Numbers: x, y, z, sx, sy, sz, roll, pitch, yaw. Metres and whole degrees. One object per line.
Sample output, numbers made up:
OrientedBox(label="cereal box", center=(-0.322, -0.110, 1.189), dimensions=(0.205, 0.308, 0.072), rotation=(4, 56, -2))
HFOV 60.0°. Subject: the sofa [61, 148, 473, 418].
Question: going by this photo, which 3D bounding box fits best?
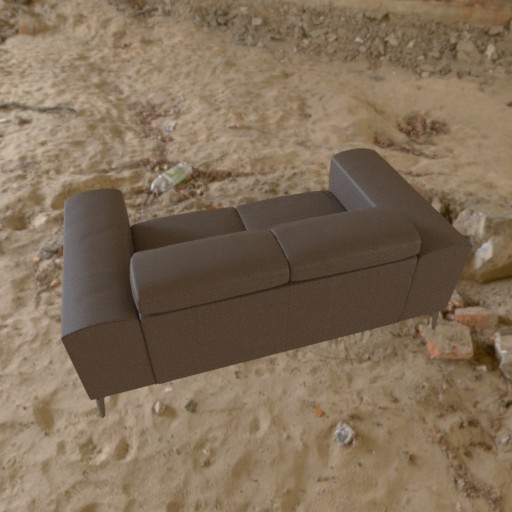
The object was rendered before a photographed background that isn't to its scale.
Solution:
OrientedBox(label="sofa", center=(0.000, 0.000, 2.403), dimensions=(1.895, 0.779, 1.003), rotation=(-12, 43, -13))
